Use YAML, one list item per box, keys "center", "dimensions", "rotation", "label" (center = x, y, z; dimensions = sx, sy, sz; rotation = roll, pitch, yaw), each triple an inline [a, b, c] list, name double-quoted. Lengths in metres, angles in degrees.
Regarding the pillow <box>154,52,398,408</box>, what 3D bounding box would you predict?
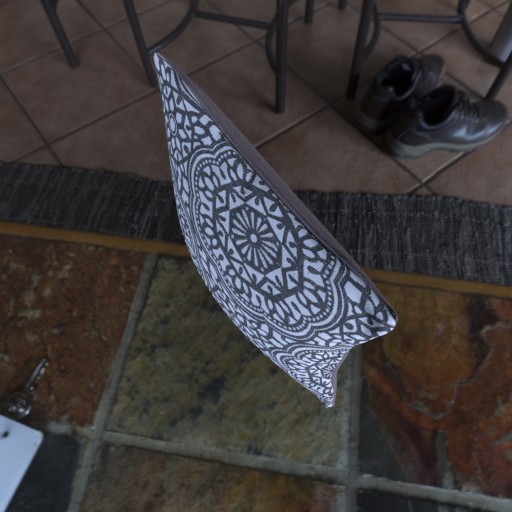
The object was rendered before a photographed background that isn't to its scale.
- center: [0.000, 0.000, 0.643]
  dimensions: [0.148, 0.417, 0.436]
  rotation: [-32, 66, -16]
  label: "pillow"
